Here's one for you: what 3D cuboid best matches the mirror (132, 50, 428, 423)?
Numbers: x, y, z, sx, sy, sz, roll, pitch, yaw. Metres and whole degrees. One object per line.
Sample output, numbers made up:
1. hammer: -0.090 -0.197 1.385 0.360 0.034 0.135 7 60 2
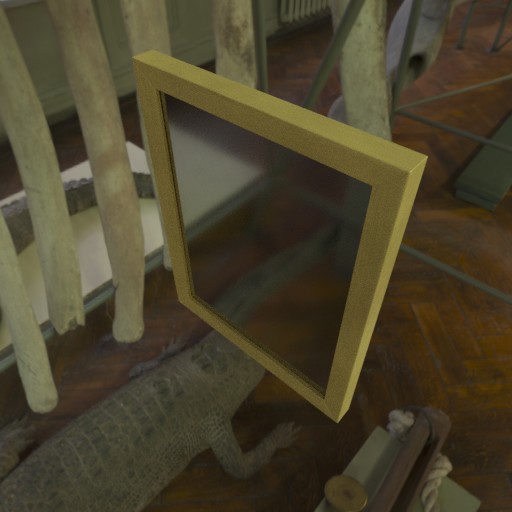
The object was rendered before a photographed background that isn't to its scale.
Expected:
1. mirror: 0.000 0.000 0.682 0.405 0.508 0.041 32 53 28
